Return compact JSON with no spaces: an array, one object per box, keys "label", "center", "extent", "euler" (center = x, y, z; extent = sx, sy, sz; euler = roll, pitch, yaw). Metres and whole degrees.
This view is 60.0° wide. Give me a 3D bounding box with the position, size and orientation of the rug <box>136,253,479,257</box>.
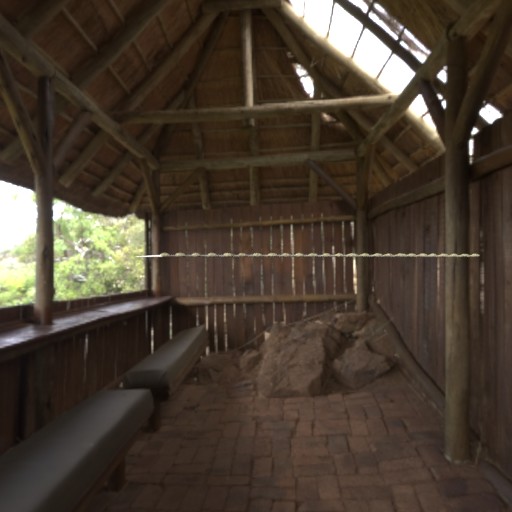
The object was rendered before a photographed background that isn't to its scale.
[{"label":"rug","center":[0.000,0.000,2.342],"extent":[1.162,0.013,1.875],"euler":[0,0,-17]}]
